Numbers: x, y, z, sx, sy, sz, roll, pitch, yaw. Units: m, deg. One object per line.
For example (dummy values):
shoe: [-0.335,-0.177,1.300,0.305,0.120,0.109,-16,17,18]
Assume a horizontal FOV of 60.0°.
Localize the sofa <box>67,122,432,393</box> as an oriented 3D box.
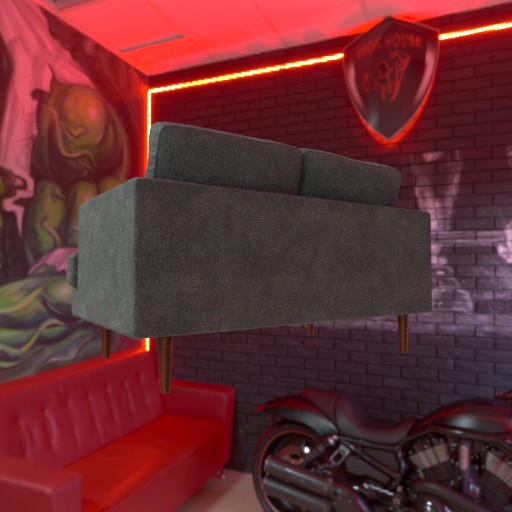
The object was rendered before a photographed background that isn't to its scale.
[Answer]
sofa: [0.000,0.000,2.174,1.582,0.956,0.903,1,-2,-34]
